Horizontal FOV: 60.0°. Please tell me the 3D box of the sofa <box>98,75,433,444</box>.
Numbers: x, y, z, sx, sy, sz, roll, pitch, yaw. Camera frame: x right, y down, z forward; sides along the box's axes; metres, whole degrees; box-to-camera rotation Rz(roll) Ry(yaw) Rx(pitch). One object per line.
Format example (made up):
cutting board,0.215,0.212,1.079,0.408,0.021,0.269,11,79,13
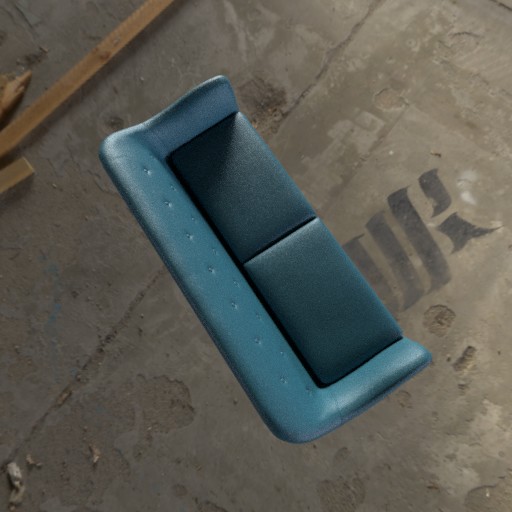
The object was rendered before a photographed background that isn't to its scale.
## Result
sofa,0.000,0.000,2.348,0.820,0.836,1.840,-33,78,-8
